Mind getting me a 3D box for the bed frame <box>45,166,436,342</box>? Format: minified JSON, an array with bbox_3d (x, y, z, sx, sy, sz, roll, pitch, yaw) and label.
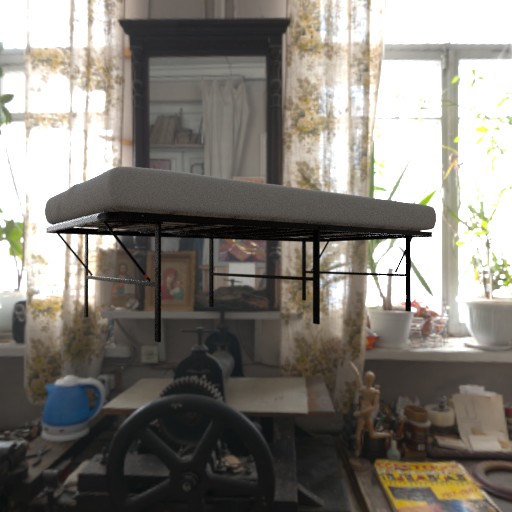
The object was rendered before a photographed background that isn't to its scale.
[{"bbox_3d":[0.000,0.000,2.363,1.903,0.619,0.989,0,-1,-37],"label":"bed frame"}]
